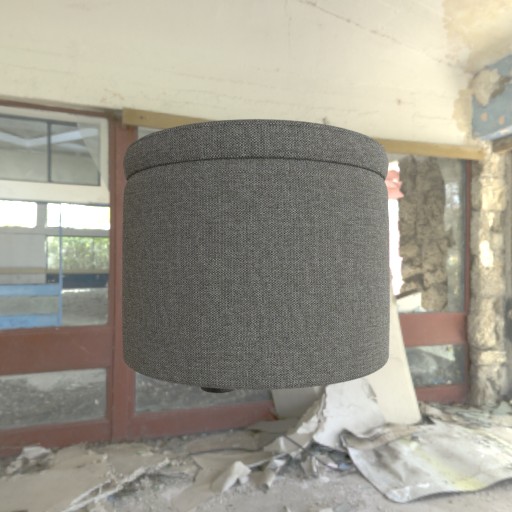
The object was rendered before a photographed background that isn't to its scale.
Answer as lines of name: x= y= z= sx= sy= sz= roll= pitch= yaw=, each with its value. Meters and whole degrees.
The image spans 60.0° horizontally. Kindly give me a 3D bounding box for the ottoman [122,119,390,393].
ottoman: x=0.000 y=0.000 z=0.900 sx=0.520 sy=0.430 sz=0.520 roll=0 pitch=-1 yaw=0
